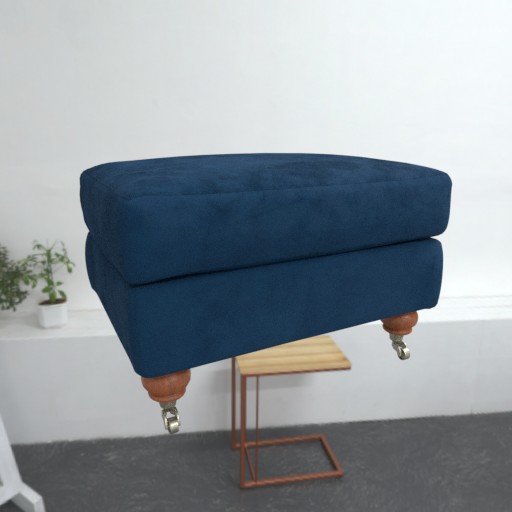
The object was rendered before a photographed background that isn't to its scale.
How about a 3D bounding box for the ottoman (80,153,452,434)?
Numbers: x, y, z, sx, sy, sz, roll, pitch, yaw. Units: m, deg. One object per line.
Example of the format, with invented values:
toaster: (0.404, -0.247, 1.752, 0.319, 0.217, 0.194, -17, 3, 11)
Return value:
ottoman: (0.000, 0.000, 1.134, 0.773, 0.503, 0.572, -8, 18, -26)
